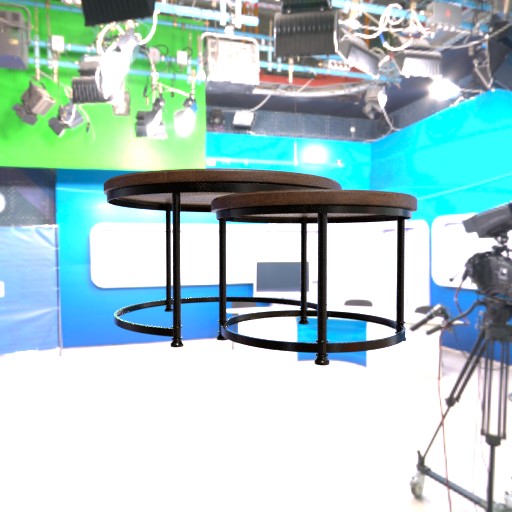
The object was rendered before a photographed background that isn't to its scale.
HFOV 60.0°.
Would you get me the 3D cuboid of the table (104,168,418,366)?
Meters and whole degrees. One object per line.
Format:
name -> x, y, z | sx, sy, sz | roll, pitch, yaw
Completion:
table -> 0.000, 0.000, 1.607 | 1.152, 0.516, 0.870 | 1, 2, 34
